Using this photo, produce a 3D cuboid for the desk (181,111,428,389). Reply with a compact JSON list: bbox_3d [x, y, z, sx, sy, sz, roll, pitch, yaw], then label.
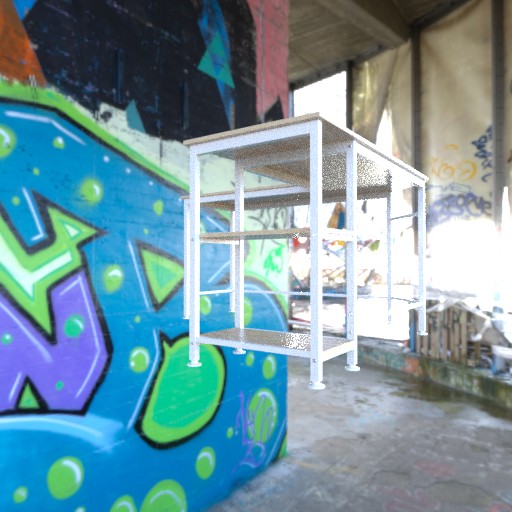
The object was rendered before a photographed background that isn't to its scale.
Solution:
[{"bbox_3d":[0.000,0.000,2.130,1.379,0.739,1.379,-1,-1,35],"label":"desk"}]
